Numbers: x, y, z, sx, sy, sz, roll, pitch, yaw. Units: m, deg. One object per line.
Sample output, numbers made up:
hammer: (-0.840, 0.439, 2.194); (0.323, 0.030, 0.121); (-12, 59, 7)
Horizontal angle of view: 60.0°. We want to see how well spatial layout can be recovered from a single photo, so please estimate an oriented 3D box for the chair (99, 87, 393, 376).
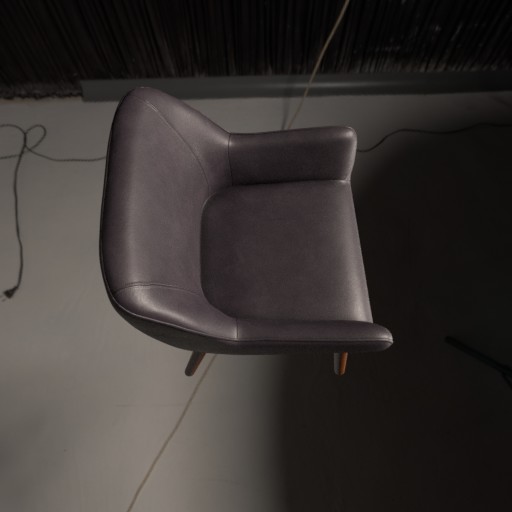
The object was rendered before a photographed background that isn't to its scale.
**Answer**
chair: (0.000, 0.000, 1.244); (0.610, 0.828, 0.610); (-3, 66, -1)
